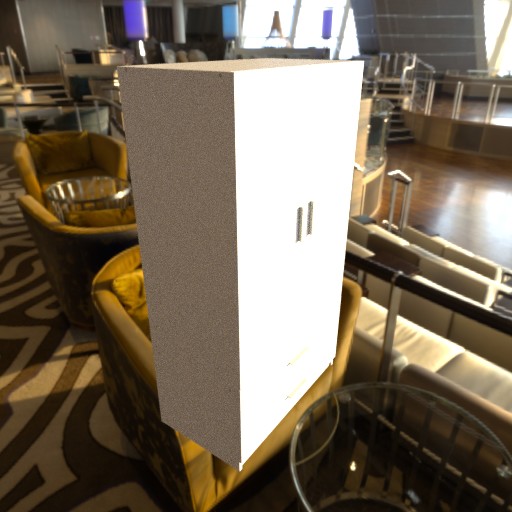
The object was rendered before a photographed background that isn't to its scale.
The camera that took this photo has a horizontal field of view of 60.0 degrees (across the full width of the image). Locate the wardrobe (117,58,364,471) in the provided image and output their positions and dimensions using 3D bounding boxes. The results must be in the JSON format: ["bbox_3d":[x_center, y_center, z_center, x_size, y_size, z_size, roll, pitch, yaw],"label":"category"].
[{"bbox_3d":[0.000,0.000,2.266,0.577,1.808,0.991,18,31,32],"label":"wardrobe"}]
